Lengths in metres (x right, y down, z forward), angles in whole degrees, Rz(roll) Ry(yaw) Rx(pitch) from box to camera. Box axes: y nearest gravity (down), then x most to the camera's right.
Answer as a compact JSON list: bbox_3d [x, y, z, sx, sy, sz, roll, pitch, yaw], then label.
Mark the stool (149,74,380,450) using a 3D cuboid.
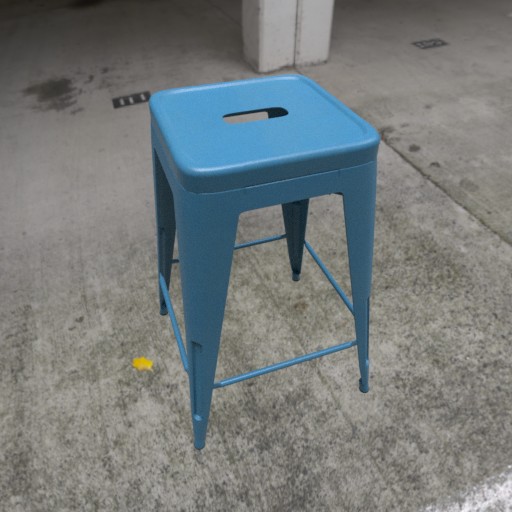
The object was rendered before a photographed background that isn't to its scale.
[{"bbox_3d":[0.000,0.000,0.907,0.410,0.608,0.410,-13,43,-15],"label":"stool"}]
